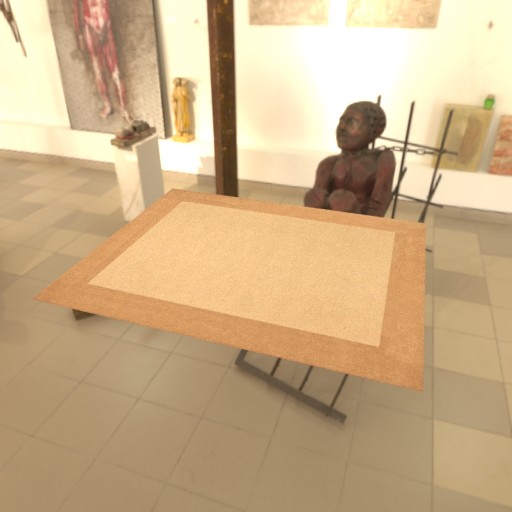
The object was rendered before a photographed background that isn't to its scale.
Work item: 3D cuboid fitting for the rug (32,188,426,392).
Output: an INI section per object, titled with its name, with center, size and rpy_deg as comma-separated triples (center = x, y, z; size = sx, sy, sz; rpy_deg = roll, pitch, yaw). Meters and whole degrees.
[rug]
center = 0.000, 0.000, 4.203
size = 3.048, 0.014, 2.438
rpy_deg = 10, 33, 16
